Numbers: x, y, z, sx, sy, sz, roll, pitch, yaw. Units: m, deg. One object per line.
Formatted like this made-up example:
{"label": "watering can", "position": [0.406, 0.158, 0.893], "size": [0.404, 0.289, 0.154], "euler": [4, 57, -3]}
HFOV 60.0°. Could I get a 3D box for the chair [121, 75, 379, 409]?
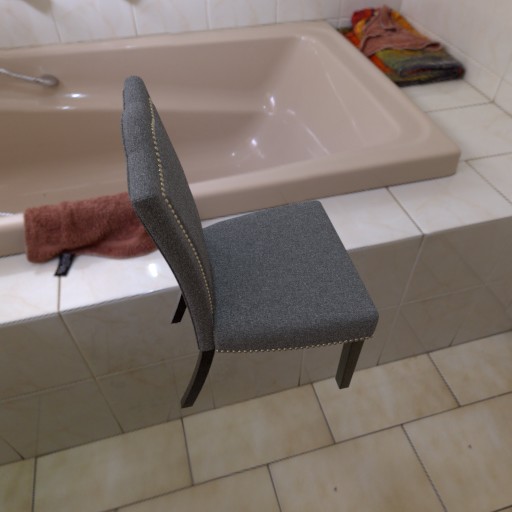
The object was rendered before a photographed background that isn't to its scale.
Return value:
{"label": "chair", "position": [0.000, 0.000, 1.288], "size": [0.589, 0.946, 0.518], "euler": [-10, 47, -9]}
